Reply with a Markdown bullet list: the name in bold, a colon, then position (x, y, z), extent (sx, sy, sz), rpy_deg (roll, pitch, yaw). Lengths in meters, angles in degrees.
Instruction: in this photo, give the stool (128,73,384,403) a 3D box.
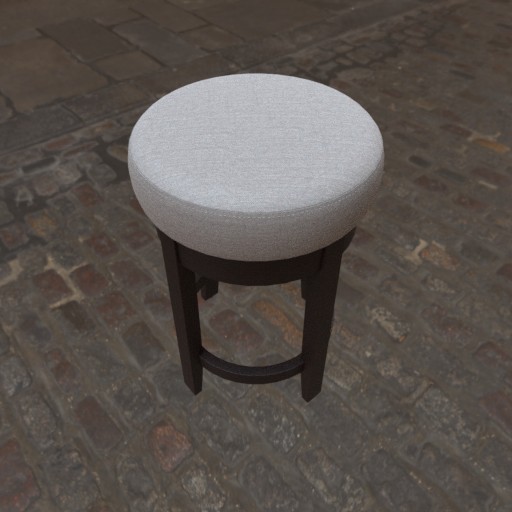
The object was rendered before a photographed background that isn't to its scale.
- **stool**: position (0.000, 0.000, 0.976), extent (0.443, 0.672, 0.443), rpy_deg (0, 46, 0)
